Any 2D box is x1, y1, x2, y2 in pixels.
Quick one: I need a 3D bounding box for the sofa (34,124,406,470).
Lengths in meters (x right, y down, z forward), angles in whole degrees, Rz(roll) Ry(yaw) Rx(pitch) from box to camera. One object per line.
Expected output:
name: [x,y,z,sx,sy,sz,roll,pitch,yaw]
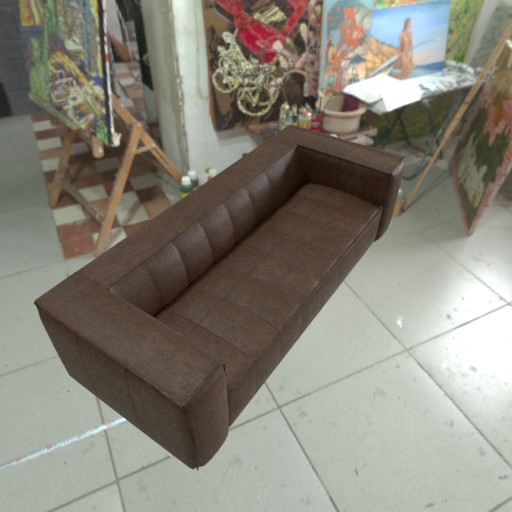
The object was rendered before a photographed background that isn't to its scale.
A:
sofa: [0.000,0.000,3.043,1.102,0.701,2.581,25,47,25]
